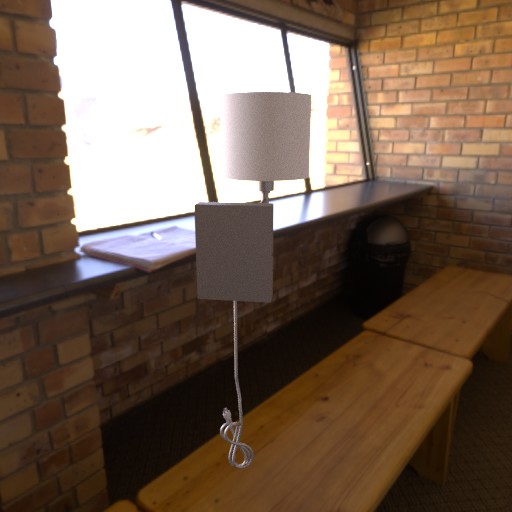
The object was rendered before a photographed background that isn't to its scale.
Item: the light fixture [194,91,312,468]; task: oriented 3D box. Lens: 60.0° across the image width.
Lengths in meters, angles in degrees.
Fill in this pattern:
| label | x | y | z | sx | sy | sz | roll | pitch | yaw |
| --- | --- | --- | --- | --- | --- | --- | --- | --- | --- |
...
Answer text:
| label | x | y | z | sx | sy | sz | roll | pitch | yaw |
| --- | --- | --- | --- | --- | --- | --- | --- | --- | --- |
| light fixture | 0.000 | 0.000 | 0.920 | 0.203 | 0.651 | 0.516 | 2 | 16 | 8 |
